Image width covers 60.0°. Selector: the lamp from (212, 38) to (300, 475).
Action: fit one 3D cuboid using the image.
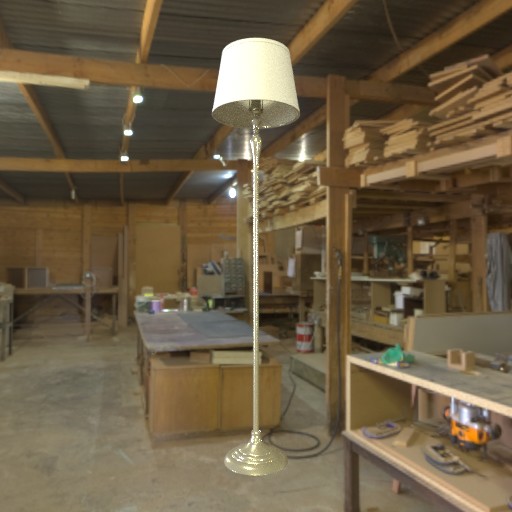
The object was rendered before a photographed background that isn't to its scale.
[{"bbox_3d":[0.000,0.000,1.647,0.327,1.506,0.327,0,-1,-18],"label":"lamp"}]
